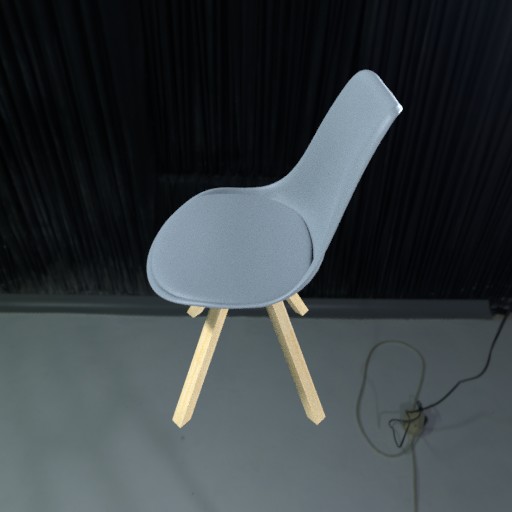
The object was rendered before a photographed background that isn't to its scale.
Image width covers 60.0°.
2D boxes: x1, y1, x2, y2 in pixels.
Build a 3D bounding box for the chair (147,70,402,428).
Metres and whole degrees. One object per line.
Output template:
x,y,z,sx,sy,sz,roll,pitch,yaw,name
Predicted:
0.000,0.000,1.141,0.549,0.850,0.485,-1,39,-1,chair
